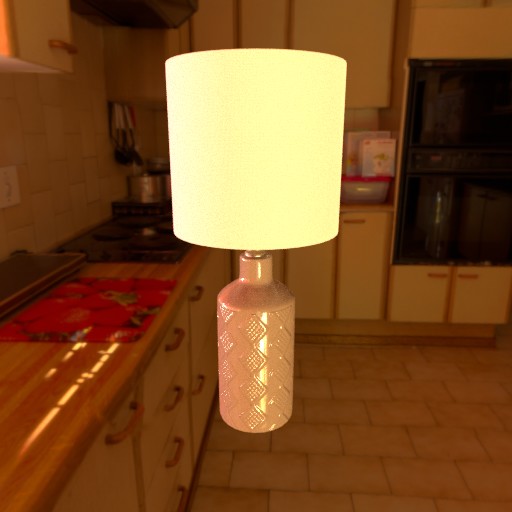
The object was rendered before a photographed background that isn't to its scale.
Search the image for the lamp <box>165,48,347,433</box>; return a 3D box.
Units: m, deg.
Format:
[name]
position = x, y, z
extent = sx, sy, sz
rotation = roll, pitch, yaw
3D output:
[lamp]
position = 0.000, 0.000, 0.576
extent = 0.207, 0.461, 0.207
rotation = -8, 17, -26
